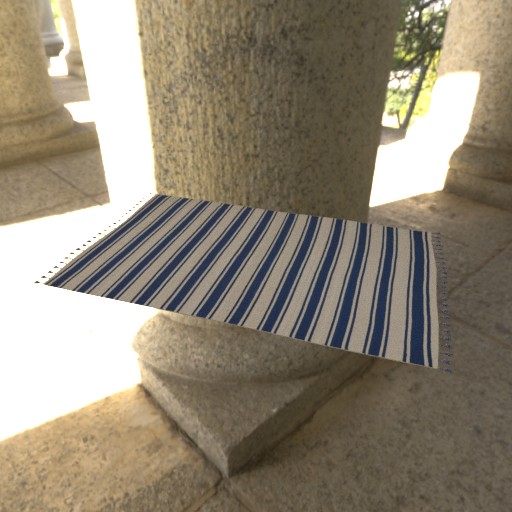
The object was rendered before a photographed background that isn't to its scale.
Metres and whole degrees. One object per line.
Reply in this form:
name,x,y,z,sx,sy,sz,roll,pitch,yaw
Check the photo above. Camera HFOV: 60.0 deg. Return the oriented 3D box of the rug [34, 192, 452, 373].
rug,0.000,0.000,2.586,2.108,0.009,1.248,10,33,15
